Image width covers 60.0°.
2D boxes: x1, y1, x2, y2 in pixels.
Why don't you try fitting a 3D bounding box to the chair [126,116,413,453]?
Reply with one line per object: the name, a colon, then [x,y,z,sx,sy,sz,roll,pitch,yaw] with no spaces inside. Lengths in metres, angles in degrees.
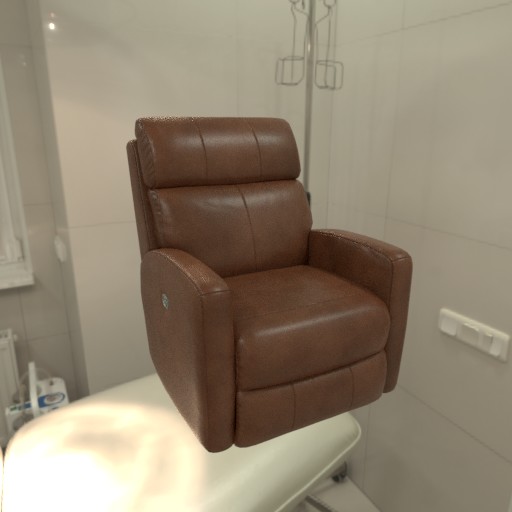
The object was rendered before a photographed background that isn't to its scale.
chair: [0.000,0.000,1.684,0.787,1.016,0.939,-8,19,-26]
